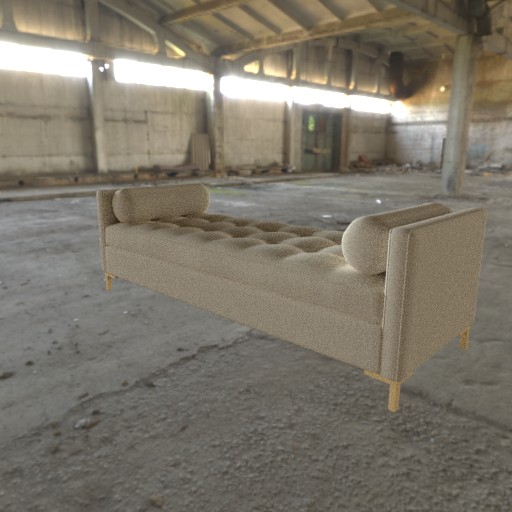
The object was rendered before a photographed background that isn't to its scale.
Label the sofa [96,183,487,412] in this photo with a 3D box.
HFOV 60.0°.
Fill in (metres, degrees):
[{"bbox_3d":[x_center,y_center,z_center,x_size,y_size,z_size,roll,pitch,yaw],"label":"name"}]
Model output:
[{"bbox_3d":[0.000,0.000,2.311,1.985,0.641,0.746,13,18,42],"label":"sofa"}]
